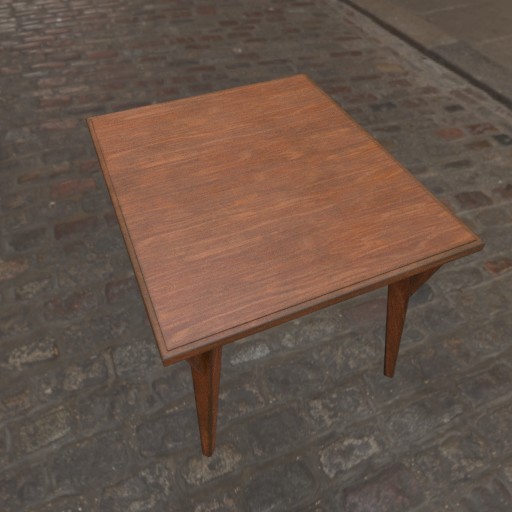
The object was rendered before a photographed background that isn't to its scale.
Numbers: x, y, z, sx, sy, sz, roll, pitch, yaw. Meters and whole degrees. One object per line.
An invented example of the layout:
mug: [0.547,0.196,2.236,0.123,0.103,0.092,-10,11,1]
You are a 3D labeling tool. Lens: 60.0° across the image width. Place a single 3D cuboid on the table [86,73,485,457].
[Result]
table: [0.000,0.000,1.590,0.838,0.761,0.991,-18,51,-15]
